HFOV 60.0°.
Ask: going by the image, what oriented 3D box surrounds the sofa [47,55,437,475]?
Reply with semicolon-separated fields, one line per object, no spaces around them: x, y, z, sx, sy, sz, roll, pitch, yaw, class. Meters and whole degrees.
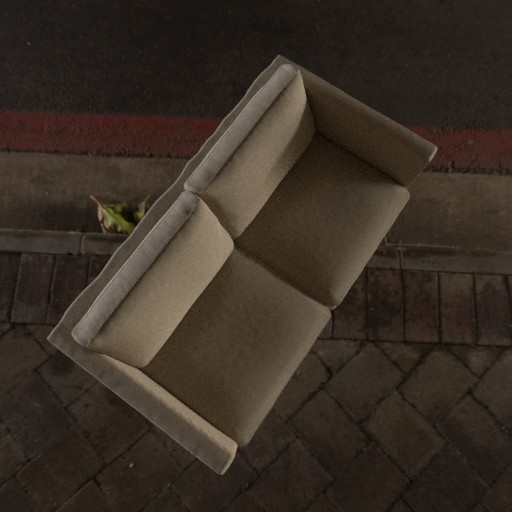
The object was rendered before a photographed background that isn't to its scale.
0.000;0.000;2.240;0.956;0.828;1.766;34;77;9;sofa
